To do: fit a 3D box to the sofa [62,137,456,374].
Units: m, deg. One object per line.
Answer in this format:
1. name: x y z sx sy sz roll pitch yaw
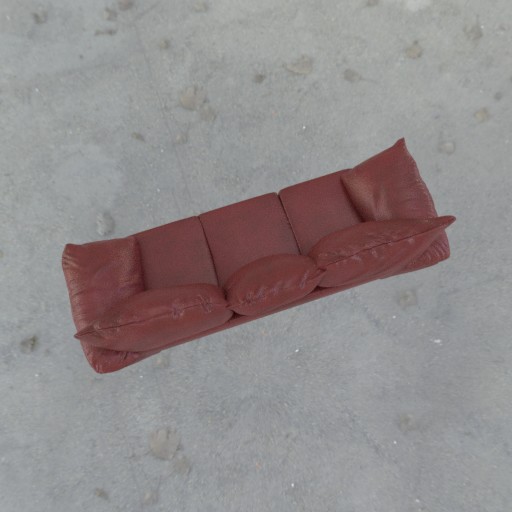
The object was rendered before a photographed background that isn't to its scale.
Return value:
1. sofa: 0.000 0.000 2.952 2.390 1.091 0.907 -18 76 -5
